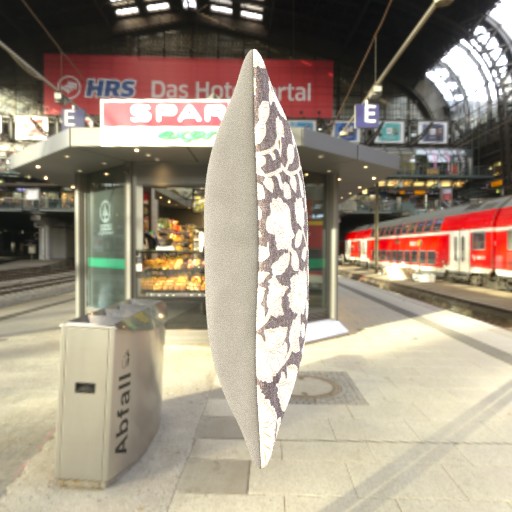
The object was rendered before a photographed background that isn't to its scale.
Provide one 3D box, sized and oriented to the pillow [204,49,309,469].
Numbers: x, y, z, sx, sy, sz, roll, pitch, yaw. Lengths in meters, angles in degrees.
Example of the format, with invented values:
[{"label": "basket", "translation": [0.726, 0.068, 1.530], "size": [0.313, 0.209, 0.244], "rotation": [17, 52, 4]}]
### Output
[{"label": "pillow", "translation": [0.000, 0.000, 0.790], "size": [0.166, 0.507, 0.526], "rotation": [0, 1, 0]}]
